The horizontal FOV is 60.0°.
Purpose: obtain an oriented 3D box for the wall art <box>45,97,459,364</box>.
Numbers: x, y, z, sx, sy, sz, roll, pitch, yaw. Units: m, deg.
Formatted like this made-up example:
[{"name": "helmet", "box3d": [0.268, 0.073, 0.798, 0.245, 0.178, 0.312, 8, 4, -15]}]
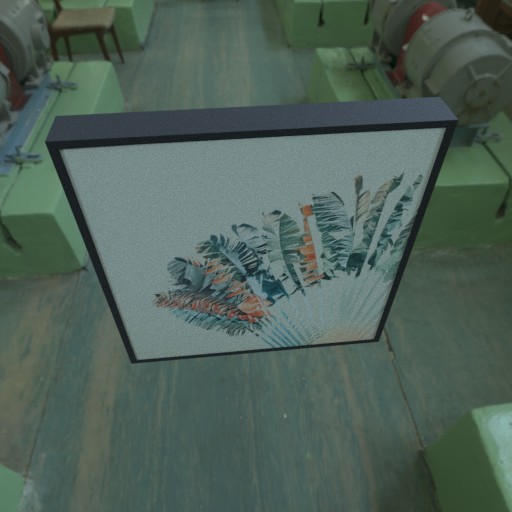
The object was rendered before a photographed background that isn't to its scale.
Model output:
[{"name": "wall art", "box3d": [0.000, 0.000, 0.442, 0.302, 0.300, 0.036, -4, 46, -4]}]
